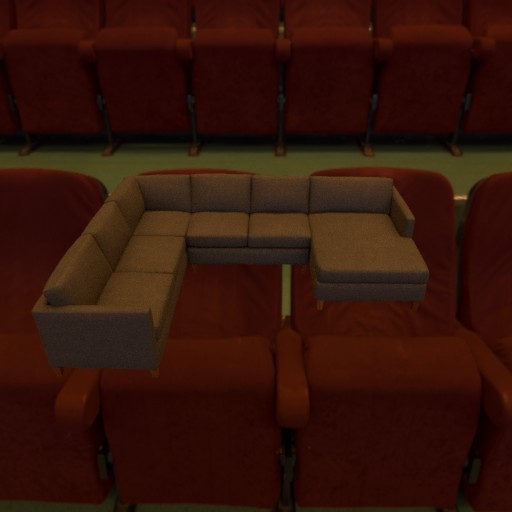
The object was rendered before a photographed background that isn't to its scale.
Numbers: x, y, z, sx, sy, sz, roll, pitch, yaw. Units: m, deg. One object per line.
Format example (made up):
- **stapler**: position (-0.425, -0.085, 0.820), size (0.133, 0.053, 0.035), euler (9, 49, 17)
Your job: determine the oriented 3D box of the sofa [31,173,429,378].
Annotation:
- **sofa**: position (0.000, 0.000, 4.592), size (3.460, 0.961, 2.594), euler (0, 32, 1)
